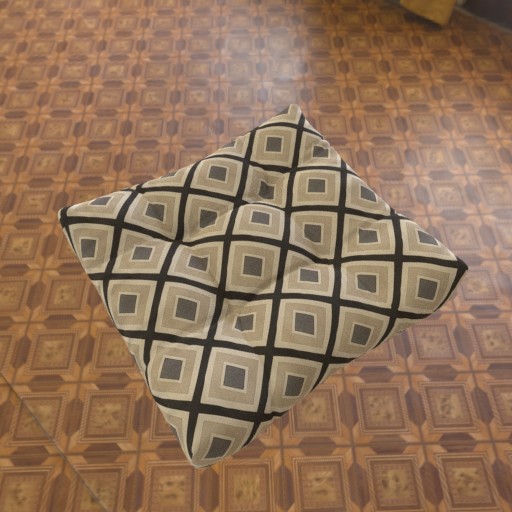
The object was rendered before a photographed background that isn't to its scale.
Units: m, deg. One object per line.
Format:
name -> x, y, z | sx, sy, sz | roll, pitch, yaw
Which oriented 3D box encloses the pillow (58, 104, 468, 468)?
pillow -> 0.000, 0.000, 0.726 | 0.490, 0.128, 0.468 | -30, 62, -17
